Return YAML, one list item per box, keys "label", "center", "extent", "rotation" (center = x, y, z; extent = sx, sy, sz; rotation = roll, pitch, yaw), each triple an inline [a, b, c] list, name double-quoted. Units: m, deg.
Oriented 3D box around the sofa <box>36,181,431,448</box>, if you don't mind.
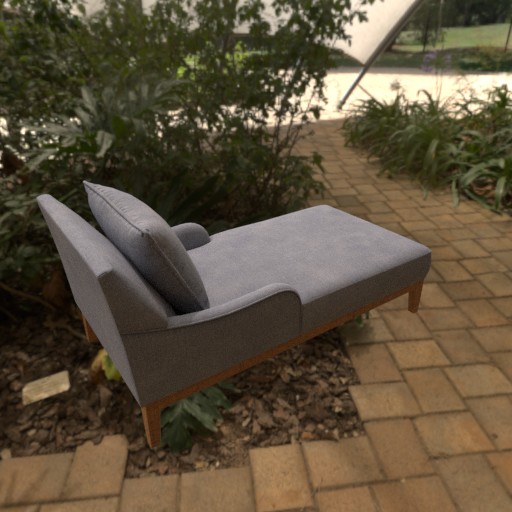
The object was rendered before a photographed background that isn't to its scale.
- label: "sofa"
  center: [0.000, 0.000, 2.274]
  extent: [1.779, 0.883, 0.904]
  rotation: [-18, 32, -31]
